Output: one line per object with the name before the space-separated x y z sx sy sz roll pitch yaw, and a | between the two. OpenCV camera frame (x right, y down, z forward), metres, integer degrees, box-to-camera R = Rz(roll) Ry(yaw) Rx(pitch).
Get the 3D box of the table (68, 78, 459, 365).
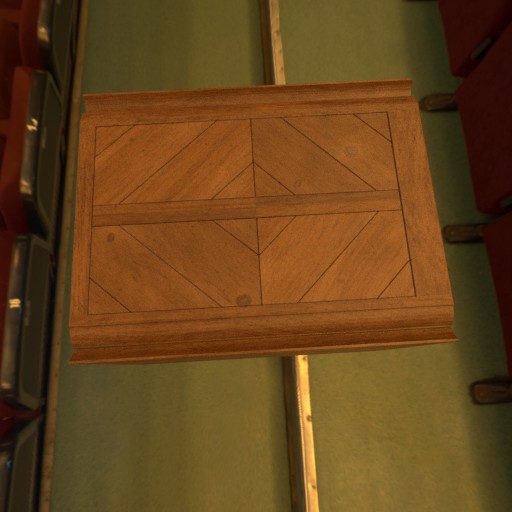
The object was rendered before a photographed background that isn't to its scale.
table | 0.000 0.000 1.283 0.746 0.763 0.591 -3 75 -1
